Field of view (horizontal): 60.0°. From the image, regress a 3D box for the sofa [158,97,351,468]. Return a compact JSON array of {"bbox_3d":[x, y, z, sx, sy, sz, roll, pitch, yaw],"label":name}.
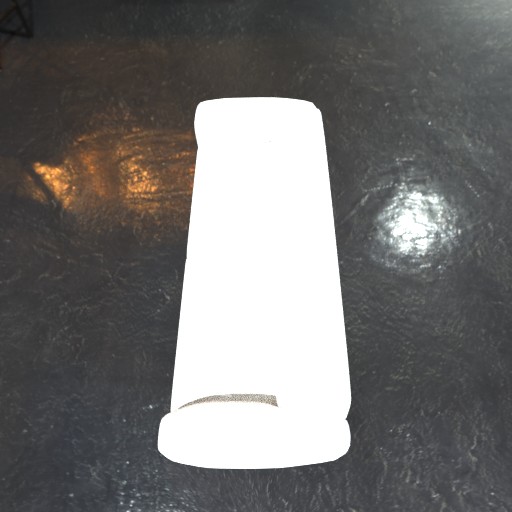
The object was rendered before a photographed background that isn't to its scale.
[{"bbox_3d":[0.000,0.000,2.638,0.870,0.780,2.280,0,58,0],"label":"sofa"}]
